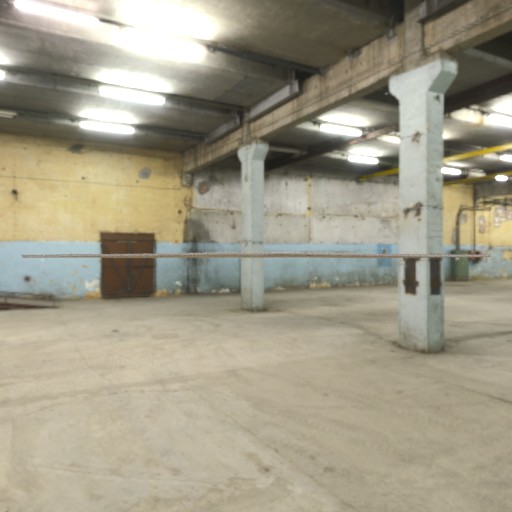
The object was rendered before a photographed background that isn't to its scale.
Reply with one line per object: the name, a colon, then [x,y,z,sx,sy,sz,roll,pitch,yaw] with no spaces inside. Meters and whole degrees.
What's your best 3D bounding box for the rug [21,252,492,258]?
rug: [0.000,0.000,2.244,1.792,0.021,1.154,0,0,0]
